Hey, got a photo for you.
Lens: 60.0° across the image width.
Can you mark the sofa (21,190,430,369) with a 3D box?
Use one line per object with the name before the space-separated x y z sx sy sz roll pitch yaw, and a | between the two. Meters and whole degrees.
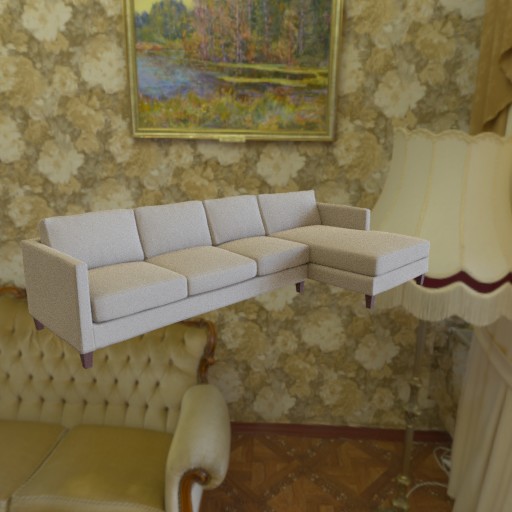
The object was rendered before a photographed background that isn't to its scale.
sofa | 0.000 0.000 3.756 3.186 0.861 1.625 -14 20 -43
